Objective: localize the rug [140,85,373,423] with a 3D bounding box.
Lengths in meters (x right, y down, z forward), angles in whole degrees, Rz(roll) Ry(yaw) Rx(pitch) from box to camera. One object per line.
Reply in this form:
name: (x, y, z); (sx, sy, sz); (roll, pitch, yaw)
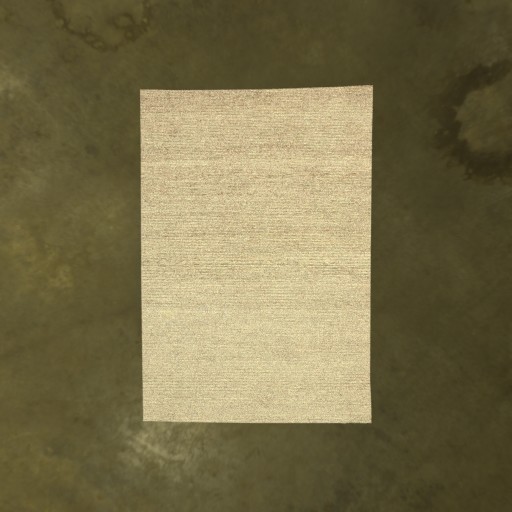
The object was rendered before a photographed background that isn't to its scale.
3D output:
rug: (0.000, 0.000, 3.080); (1.609, 0.030, 2.342); (0, 91, 1)
